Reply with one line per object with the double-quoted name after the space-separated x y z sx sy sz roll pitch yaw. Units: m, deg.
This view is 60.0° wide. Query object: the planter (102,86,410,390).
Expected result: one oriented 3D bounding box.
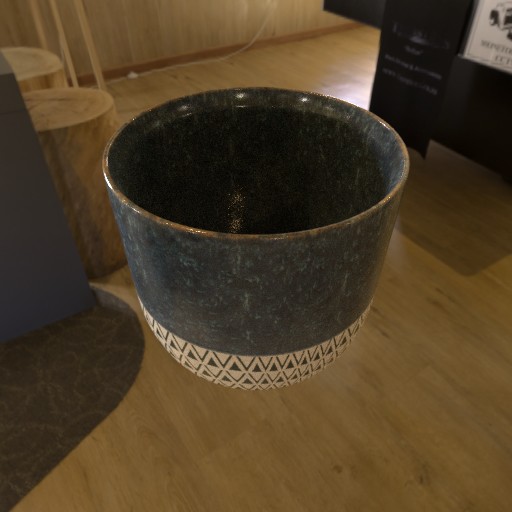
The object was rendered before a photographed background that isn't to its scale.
0.000 0.000 0.484 0.266 0.270 0.266 0 42 0 "planter"
